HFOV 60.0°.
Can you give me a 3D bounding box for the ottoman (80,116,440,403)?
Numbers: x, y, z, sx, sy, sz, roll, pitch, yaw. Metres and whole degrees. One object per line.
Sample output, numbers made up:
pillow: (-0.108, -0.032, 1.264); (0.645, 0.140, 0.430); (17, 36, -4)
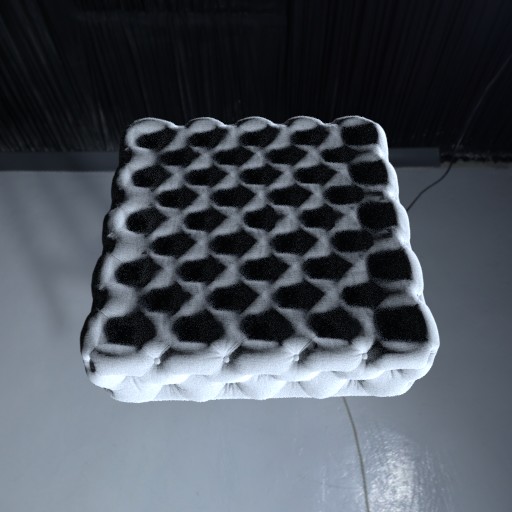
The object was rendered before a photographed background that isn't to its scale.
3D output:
ottoman: (0.000, 0.000, 1.206); (0.764, 0.365, 0.758); (-1, 57, -1)
